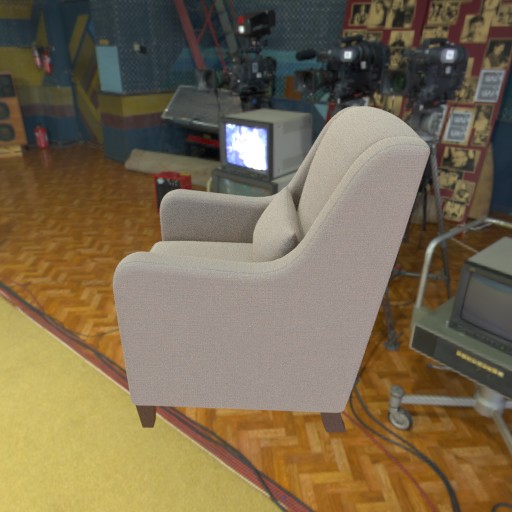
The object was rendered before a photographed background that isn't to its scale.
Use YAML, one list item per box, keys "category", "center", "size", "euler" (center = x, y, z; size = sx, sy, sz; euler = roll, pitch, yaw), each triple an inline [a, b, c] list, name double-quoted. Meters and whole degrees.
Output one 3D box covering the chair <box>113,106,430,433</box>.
- category: "chair"
  center: [0.000, 0.000, 1.623]
  size: [0.896, 1.017, 0.715]
  euler: [1, 26, 1]
